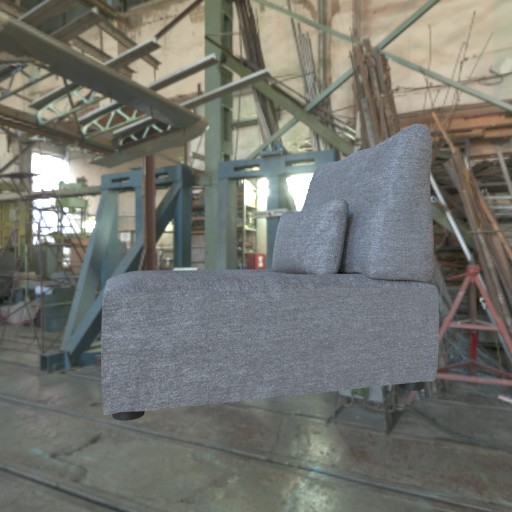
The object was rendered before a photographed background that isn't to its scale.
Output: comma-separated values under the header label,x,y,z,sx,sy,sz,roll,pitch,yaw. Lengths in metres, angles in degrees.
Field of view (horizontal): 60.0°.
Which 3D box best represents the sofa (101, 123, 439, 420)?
label,x,y,z,sx,sy,sz,roll,pitch,yaw
sofa,0.000,0.000,1.542,1.000,0.820,0.700,0,0,-18
